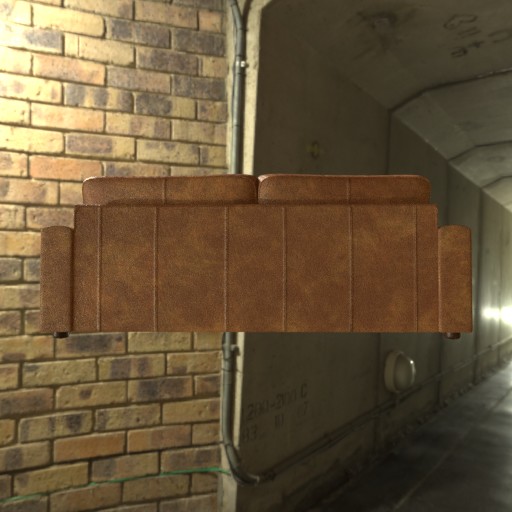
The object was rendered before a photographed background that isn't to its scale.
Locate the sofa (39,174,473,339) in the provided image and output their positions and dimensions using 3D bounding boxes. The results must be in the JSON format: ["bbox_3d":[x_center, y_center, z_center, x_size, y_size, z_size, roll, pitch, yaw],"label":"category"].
[{"bbox_3d":[0.000,0.000,2.729,2.179,0.873,1.016,0,-1,1],"label":"sofa"}]
